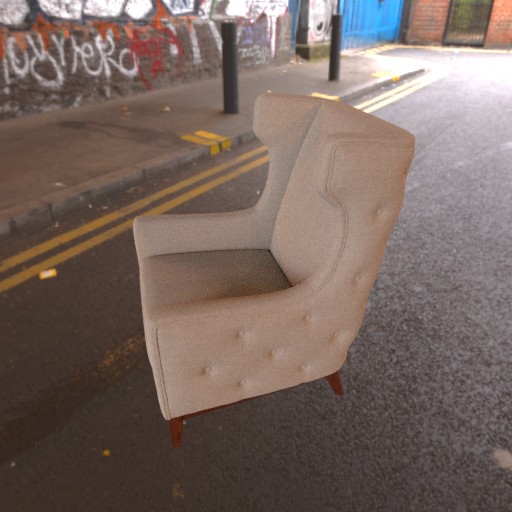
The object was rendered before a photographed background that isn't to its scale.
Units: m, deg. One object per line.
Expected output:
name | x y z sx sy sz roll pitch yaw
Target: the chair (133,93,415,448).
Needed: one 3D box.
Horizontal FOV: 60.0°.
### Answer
chair | 0.000 0.000 1.709 0.899 1.079 0.778 -8 31 -14
